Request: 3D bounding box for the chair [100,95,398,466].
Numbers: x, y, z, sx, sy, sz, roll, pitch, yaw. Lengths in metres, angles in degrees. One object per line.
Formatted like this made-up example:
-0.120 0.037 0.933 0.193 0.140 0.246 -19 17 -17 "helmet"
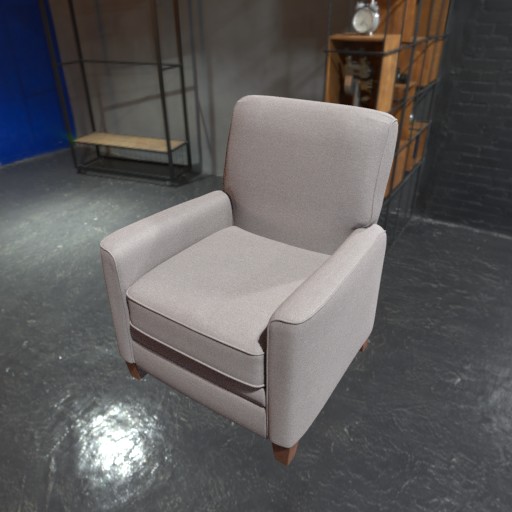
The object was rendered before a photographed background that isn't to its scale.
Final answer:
0.000 0.000 1.681 0.845 1.023 0.859 18 34 29 "chair"
